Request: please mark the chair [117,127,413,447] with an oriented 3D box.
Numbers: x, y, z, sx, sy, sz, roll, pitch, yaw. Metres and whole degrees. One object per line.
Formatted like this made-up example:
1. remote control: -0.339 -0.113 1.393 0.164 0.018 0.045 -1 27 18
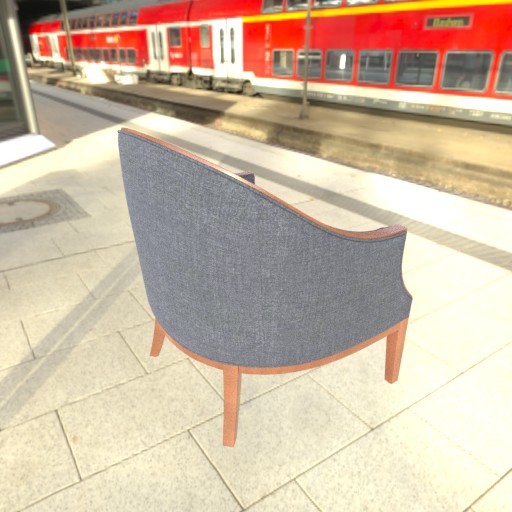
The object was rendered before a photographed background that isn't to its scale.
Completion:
1. chair: 0.000 0.000 1.473 0.735 0.876 0.803 -18 31 -32
